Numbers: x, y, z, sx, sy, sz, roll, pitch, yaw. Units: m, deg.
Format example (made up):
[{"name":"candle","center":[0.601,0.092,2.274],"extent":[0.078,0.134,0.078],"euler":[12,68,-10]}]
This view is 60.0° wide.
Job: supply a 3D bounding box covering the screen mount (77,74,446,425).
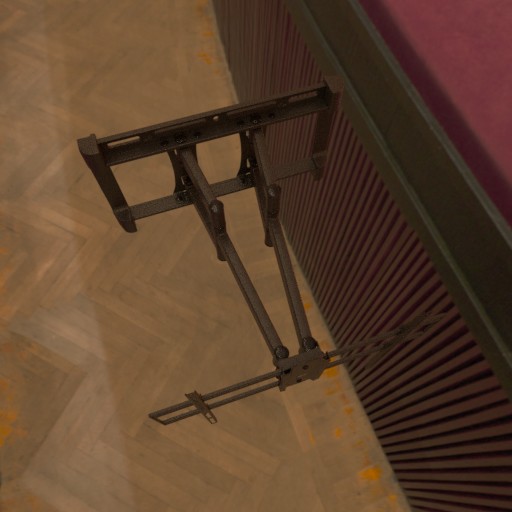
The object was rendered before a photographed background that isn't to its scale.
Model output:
[{"name":"screen mount","center":[0.000,0.000,1.116],"extent":[0.661,0.491,0.644],"euler":[-17,65,-8]}]
